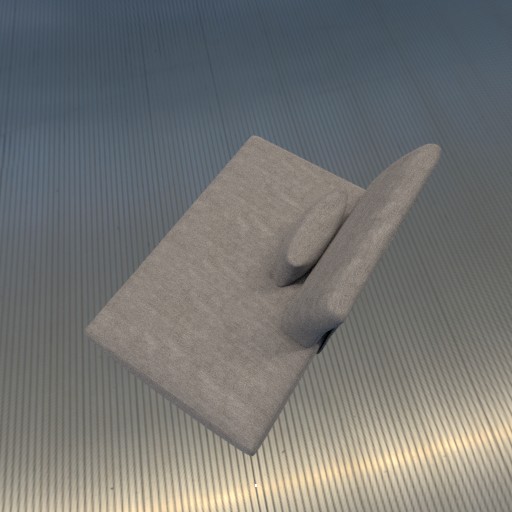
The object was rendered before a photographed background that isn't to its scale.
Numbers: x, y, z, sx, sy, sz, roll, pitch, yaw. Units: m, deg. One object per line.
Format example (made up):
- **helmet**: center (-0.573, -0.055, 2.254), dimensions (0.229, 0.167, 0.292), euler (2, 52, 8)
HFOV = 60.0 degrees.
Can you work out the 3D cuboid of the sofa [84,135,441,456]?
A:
- **sofa**: center (0.000, 0.000, 2.065), dimensions (1.002, 0.820, 1.450), euler (30, 67, 15)
